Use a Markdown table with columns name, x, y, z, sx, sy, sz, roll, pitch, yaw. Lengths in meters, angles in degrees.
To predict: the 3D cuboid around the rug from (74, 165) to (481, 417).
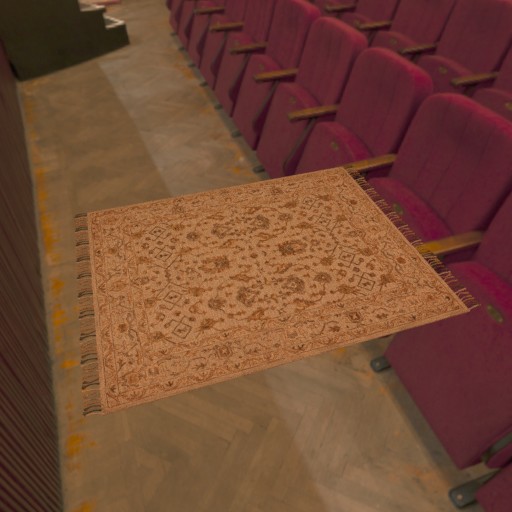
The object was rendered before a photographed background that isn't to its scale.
| name | x | y | z | sx | sy | sz | roll | pitch | yaw |
| --- | --- | --- | --- | --- | --- | --- | --- | --- | --- |
| rug | 0.000 | 0.000 | 2.236 | 1.726 | 0.009 | 1.278 | -12 | 44 | -13 |
